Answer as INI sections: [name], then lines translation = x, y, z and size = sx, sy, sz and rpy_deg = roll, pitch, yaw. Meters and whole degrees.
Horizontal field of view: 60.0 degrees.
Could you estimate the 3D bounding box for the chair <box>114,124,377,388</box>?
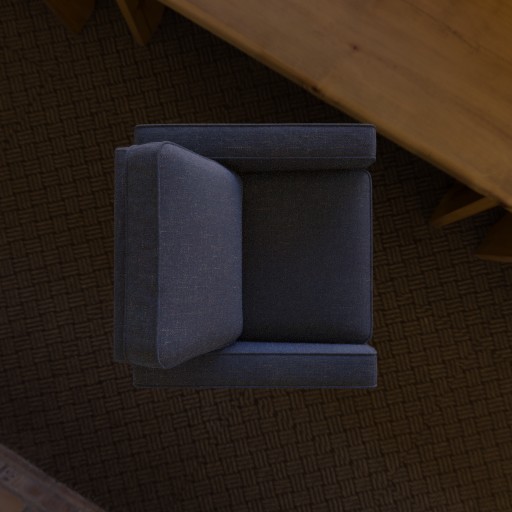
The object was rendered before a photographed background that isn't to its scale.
[chair]
translation = 0.000, 0.000, 1.765
size = 0.940, 0.919, 1.017
rpy_deg = 0, 89, 1
